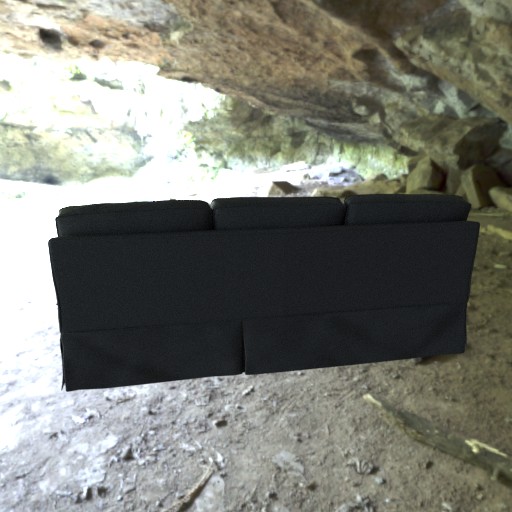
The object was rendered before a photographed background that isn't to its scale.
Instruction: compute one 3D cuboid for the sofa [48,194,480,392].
[{"bbox_3d":[0.000,0.000,3.296,2.518,1.039,1.637,-3,15,-11],"label":"sofa"}]
